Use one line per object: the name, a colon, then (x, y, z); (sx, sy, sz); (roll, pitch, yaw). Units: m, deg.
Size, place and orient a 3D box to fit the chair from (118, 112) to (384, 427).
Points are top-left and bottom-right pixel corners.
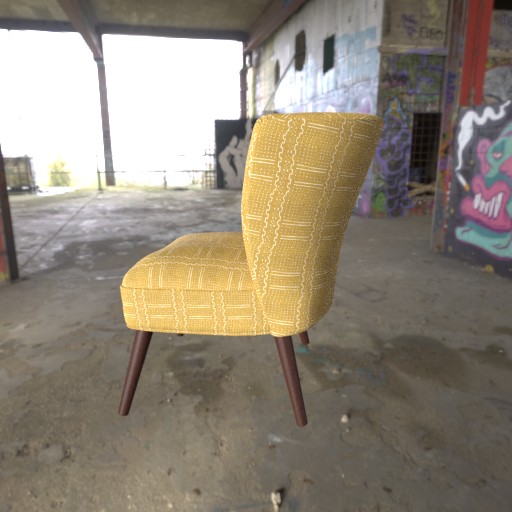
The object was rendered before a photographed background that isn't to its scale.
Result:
chair: (0.000, 0.000, 1.449); (0.758, 0.866, 0.706); (2, 14, 7)
